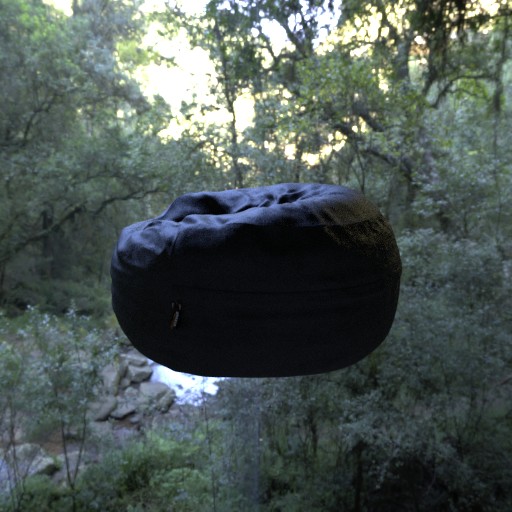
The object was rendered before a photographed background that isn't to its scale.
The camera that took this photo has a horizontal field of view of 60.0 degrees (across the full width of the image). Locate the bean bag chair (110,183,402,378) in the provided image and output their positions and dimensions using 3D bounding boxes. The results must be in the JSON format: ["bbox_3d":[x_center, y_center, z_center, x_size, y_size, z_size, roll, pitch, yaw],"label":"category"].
[{"bbox_3d":[0.000,0.000,2.430,1.525,0.751,1.525,0,15,0],"label":"bean bag chair"}]
